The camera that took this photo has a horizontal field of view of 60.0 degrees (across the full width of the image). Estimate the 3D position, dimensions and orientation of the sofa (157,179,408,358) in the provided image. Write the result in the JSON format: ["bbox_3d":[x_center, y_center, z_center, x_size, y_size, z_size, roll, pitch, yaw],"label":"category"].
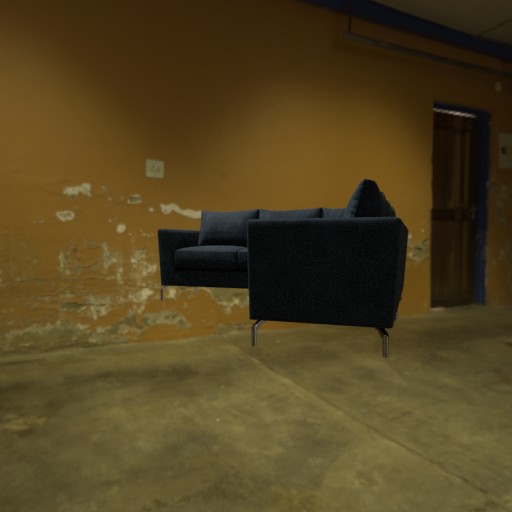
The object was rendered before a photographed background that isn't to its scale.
[{"bbox_3d":[0.000,0.000,3.864,2.472,0.988,2.463,1,2,20],"label":"sofa"}]
